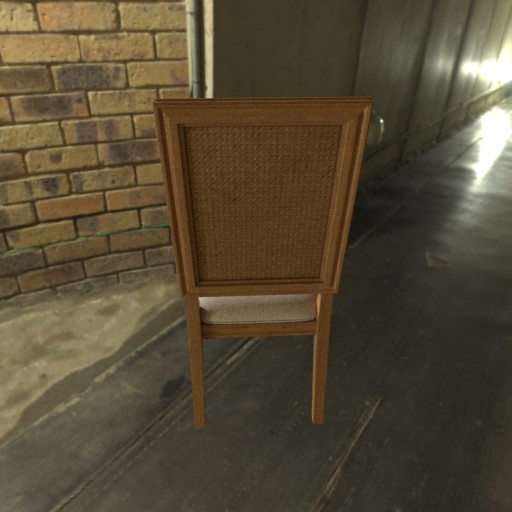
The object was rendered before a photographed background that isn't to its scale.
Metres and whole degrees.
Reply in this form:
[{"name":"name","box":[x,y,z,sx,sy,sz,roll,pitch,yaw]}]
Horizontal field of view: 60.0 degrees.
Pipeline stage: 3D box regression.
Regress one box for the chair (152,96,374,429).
[{"name":"chair","box":[0.000,0.000,1.321,0.536,0.988,0.601,-1,29,-3]}]
